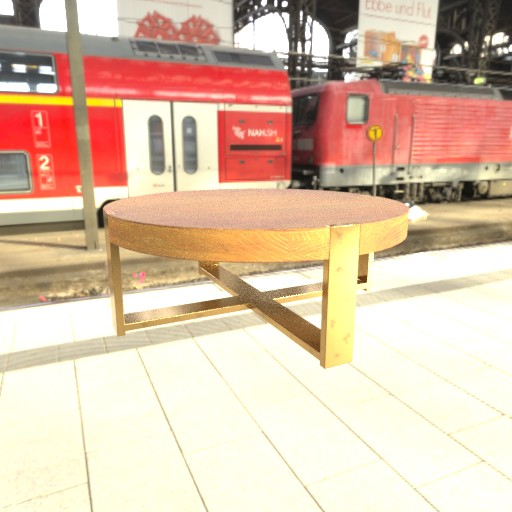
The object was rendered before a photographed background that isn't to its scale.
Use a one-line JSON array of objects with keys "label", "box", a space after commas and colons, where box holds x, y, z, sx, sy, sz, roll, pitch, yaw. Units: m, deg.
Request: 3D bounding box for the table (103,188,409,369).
[{"label": "table", "box": [0.000, 0.000, 1.736, 1.100, 0.420, 1.100, 0, 14, 0]}]
